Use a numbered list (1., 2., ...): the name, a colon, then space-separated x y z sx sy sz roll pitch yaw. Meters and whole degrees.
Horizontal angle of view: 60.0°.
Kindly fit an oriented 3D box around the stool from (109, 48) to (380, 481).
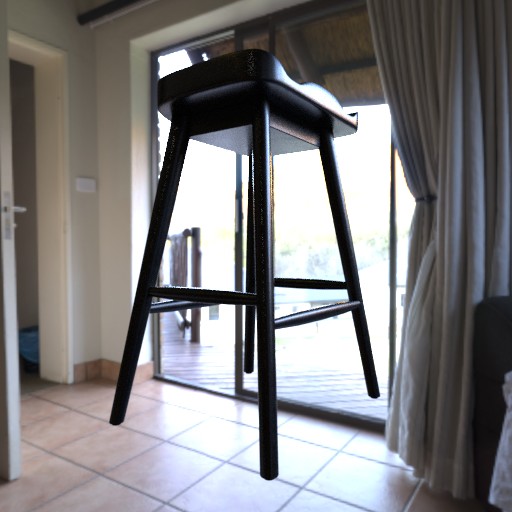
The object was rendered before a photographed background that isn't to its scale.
1. stool: 0.000 0.000 0.882 0.361 0.615 0.440 1 1 35
